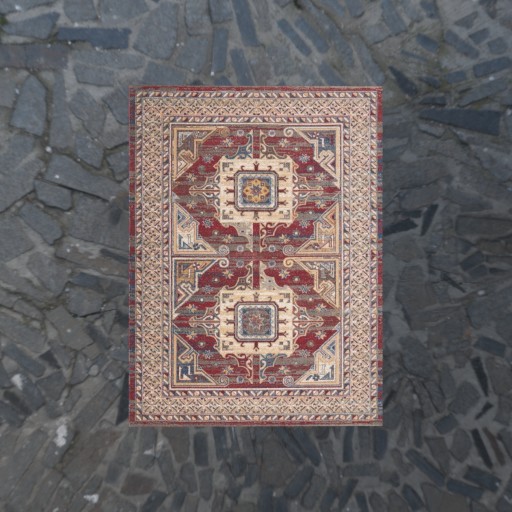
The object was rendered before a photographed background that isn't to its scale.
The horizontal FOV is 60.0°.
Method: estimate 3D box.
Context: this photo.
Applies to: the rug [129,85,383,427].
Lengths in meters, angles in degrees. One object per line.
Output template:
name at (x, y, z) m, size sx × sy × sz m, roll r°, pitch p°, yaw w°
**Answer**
rug at (0.000, 0.000, 4.164) m, size 2.381 × 0.013 × 3.197 m, roll 0°, pitch 90°, yaw -1°
